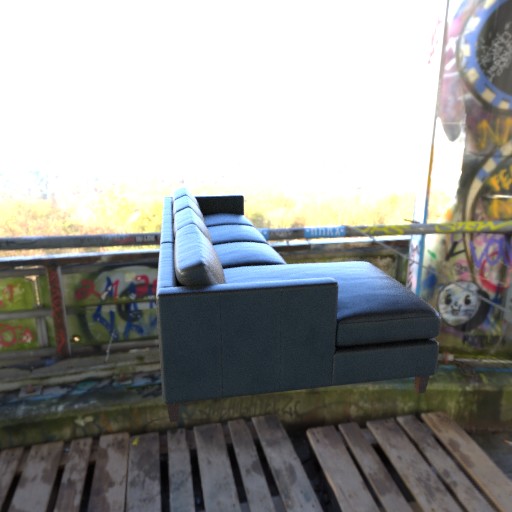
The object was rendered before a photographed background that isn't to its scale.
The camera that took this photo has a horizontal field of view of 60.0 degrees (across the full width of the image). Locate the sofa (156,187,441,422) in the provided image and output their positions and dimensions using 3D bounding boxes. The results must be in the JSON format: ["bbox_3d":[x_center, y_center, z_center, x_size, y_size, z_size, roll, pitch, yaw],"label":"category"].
[{"bbox_3d":[0.000,0.000,3.857,1.581,0.883,3.203,-3,16,-10],"label":"sofa"}]
